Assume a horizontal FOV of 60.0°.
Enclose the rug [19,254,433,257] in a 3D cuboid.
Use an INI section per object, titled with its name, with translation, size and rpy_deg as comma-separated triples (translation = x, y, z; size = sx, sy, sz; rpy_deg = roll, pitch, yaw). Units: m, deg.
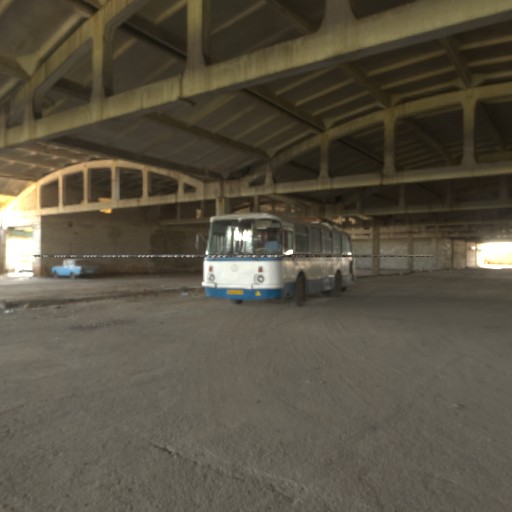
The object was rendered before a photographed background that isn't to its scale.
[rug]
translation = 0.000, 0.000, 3.829
size = 2.306, 0.017, 2.902
rpy_deg = 0, 0, 34
